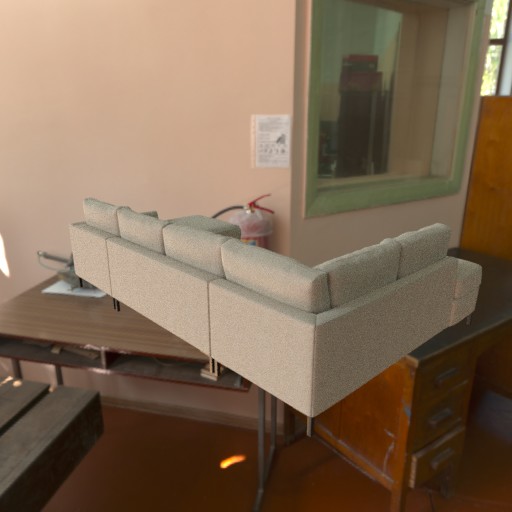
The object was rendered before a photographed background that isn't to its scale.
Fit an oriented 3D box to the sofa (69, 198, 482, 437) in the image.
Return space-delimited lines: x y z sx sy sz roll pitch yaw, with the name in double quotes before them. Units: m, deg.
"sofa" 0.000 0.000 3.752 1.989 0.862 2.984 -16 23 -41
